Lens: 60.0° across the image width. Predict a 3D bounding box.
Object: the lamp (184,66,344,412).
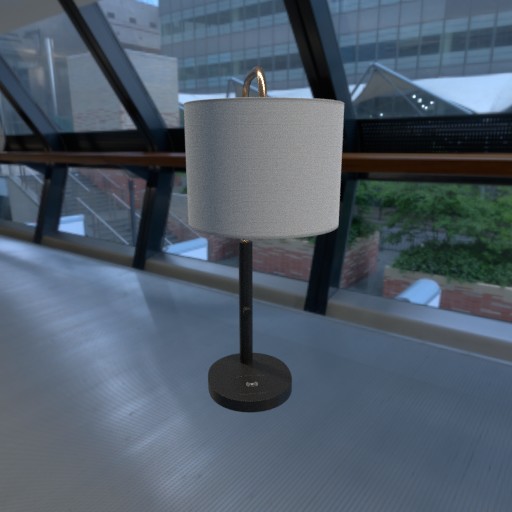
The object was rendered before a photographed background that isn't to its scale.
[{"bbox_3d":[0.000,0.000,0.680,0.199,0.540,0.337,-2,15,-8],"label":"lamp"}]
